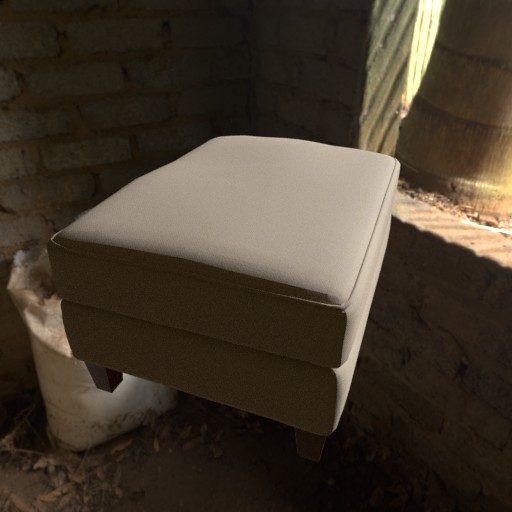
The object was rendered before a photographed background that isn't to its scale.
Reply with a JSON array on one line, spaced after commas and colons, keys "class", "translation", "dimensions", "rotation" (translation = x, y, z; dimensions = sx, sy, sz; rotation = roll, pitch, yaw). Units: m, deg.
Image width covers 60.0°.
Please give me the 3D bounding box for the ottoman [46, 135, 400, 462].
[{"class": "ottoman", "translation": [0.000, 0.000, 1.188], "dimensions": [0.634, 0.485, 0.818], "rotation": [11, 32, 18]}]
